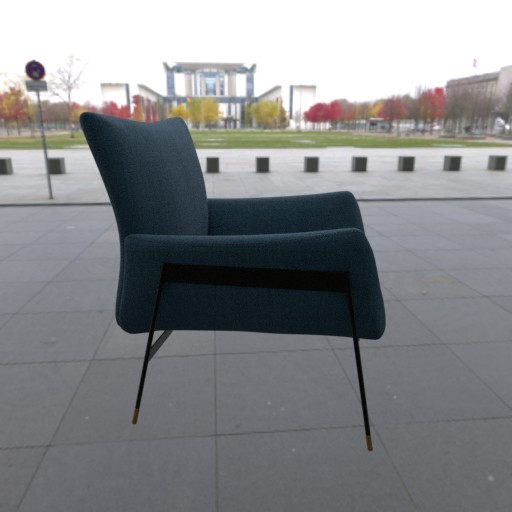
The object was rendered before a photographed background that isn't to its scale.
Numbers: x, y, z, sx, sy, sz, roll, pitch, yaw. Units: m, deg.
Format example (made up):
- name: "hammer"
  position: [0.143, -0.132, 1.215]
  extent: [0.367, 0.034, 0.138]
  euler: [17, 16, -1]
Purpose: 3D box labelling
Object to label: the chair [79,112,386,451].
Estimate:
- name: "chair"
  position: [0.000, 0.000, 1.411]
  extent: [0.769, 0.859, 0.678]
  euler: [3, 17, 9]
